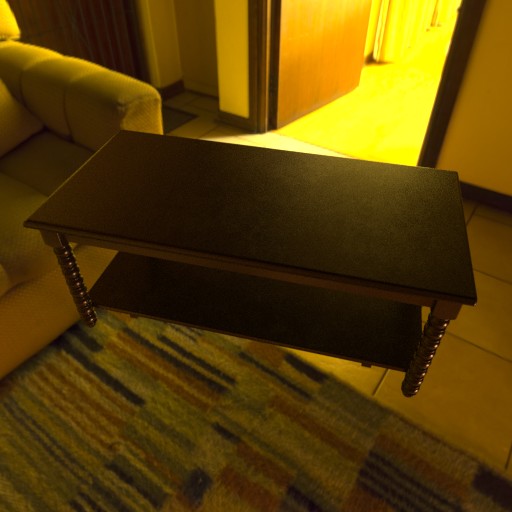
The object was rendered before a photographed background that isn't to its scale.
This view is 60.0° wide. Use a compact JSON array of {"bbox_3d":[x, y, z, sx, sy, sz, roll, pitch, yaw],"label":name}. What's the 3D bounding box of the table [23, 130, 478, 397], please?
[{"bbox_3d":[0.000,0.000,1.461,1.171,0.487,0.580,10,43,11],"label":"table"}]
